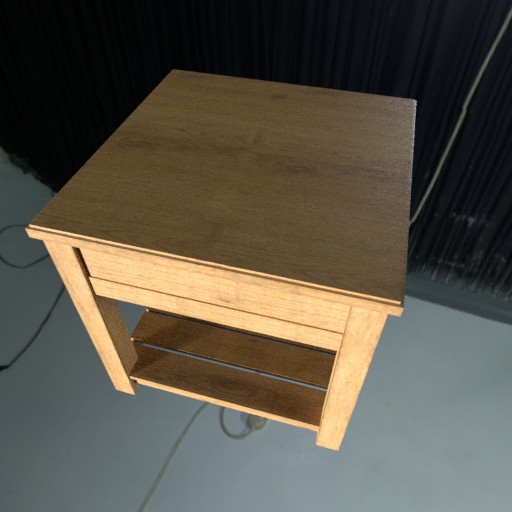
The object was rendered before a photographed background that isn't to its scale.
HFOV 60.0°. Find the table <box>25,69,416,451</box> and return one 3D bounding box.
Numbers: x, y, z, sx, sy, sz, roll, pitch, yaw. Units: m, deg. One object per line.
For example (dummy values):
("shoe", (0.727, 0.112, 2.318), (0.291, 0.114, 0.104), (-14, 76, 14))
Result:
("table", (0.000, 0.000, 1.083), (0.612, 0.593, 0.616), (11, 48, 11))
